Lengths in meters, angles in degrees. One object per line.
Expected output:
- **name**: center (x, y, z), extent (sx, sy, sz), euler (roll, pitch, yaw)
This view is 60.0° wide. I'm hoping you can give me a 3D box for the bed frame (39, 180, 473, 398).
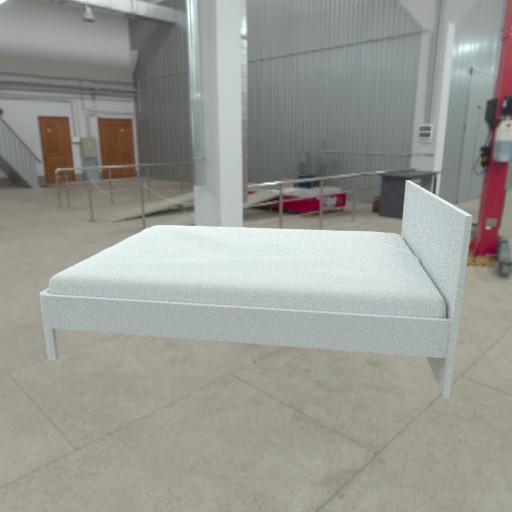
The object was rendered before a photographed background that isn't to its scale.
- **bed frame**: center (0.000, 0.000, 2.683), extent (1.950, 0.800, 1.490), euler (2, 15, 9)
